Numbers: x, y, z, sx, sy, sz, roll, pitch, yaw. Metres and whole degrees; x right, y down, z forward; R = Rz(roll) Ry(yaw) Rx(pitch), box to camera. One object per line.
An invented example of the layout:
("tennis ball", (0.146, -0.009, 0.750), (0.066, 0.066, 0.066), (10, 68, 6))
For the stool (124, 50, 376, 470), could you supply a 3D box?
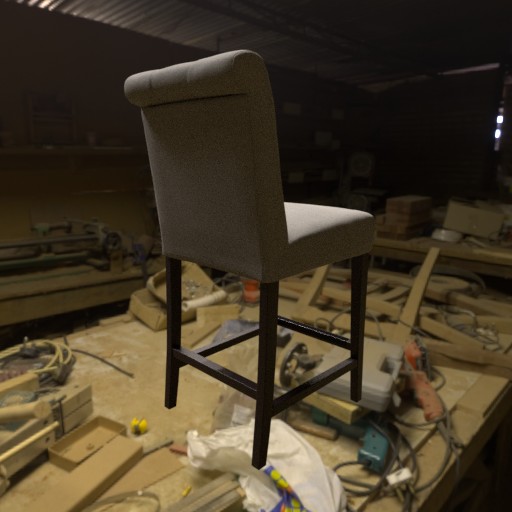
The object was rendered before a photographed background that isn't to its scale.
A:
("stool", (0.000, 0.000, 1.363), (0.493, 1.040, 0.601), (12, 18, 43))
